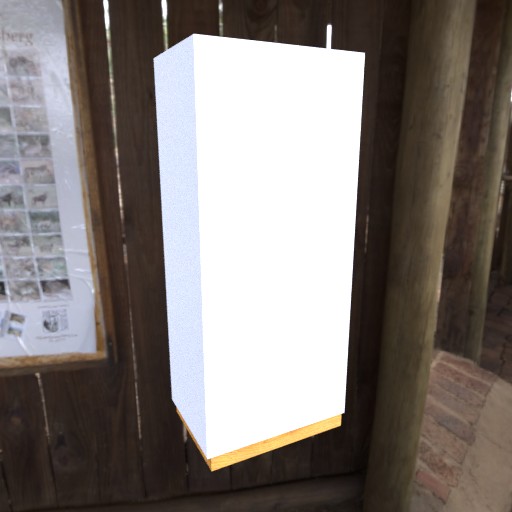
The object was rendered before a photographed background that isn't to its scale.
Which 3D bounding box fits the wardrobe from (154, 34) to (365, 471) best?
[{"bbox_3d":[0.000,0.000,2.443,0.860,2.040,0.600,-7,16,-26],"label":"wardrobe"}]
